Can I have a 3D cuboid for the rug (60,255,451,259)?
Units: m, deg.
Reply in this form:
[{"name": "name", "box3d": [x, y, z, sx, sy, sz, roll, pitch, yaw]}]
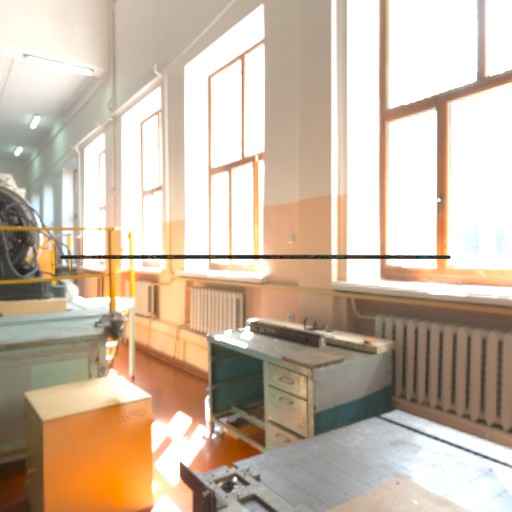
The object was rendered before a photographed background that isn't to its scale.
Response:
[{"name": "rug", "box3d": [0.000, 0.000, 2.867, 1.527, 0.016, 2.290, 0, 0, 0]}]
